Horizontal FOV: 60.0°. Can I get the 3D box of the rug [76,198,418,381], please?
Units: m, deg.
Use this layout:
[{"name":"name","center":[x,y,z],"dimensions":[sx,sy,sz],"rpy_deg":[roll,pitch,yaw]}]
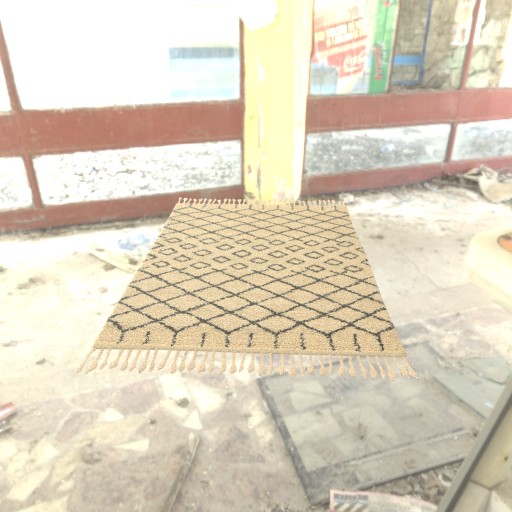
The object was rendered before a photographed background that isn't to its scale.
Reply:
[{"name":"rug","center":[0.000,0.000,3.286],"dimensions":[1.664,0.029,2.615],"rpy_deg":[1,26,2]}]
